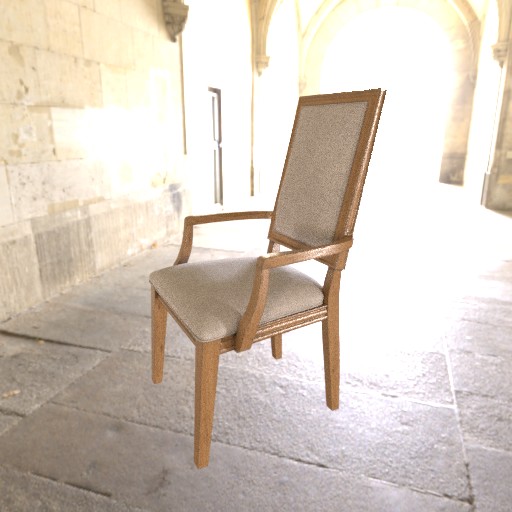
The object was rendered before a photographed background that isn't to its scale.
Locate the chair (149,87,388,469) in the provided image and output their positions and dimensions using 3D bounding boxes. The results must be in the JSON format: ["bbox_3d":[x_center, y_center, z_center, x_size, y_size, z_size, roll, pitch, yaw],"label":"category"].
[{"bbox_3d":[0.000,0.000,1.399,0.602,0.990,0.606,-8,18,-26],"label":"chair"}]
